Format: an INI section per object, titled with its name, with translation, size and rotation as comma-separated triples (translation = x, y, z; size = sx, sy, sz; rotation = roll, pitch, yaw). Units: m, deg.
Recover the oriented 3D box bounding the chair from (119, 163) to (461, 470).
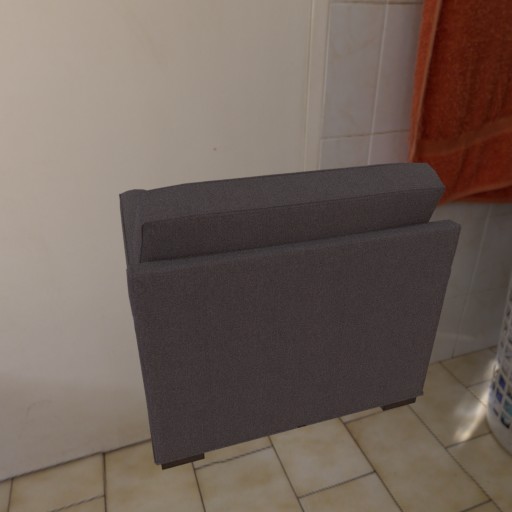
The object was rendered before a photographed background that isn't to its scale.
[chair]
translation = 0.000, 0.000, 1.776
size = 0.997, 0.913, 1.043
rotation = -8, 29, -16
